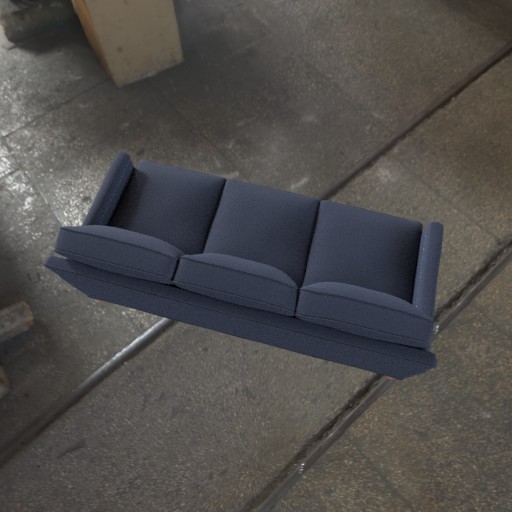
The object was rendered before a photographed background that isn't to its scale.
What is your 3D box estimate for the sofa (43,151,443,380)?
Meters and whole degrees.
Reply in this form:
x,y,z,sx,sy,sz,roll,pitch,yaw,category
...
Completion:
x,y,z,sx,sy,sz,roll,pitch,yaw,category
0.000,0.000,2.865,2.246,1.003,1.084,14,65,7,sofa
